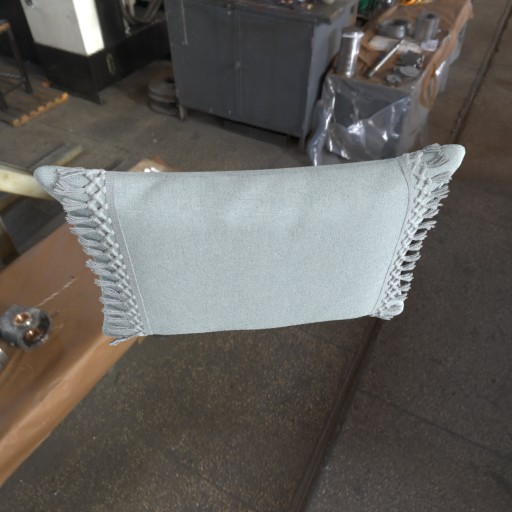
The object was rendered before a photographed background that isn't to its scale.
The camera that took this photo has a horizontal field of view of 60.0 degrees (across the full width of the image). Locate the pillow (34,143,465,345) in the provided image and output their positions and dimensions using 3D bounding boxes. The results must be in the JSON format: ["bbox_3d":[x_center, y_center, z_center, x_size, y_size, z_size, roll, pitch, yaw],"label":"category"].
[{"bbox_3d":[0.000,0.000,0.577,0.466,0.305,0.084,-4,46,-4],"label":"pillow"}]
